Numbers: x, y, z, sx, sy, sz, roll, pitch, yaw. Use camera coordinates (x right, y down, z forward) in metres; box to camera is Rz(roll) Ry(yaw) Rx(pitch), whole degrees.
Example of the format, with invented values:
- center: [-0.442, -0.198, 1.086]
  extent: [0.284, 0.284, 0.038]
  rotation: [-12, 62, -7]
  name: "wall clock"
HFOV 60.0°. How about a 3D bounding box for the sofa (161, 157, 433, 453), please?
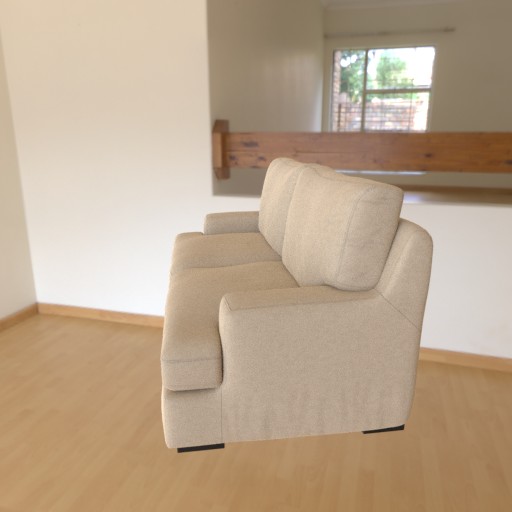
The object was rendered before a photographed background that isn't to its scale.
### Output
- center: [0.000, 0.000, 2.403]
  extent: [0.962, 0.967, 1.885]
  rotation: [-2, 16, -8]
  name: "sofa"
